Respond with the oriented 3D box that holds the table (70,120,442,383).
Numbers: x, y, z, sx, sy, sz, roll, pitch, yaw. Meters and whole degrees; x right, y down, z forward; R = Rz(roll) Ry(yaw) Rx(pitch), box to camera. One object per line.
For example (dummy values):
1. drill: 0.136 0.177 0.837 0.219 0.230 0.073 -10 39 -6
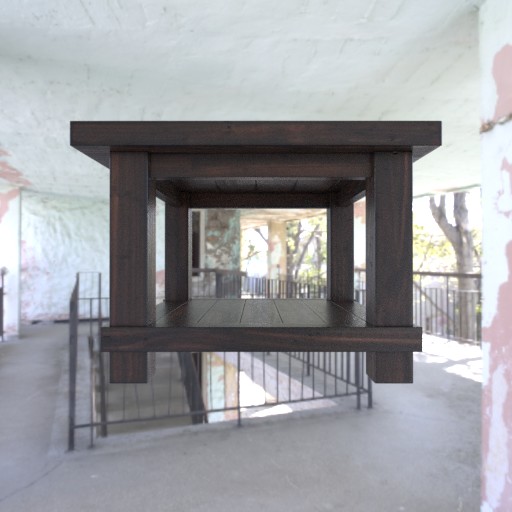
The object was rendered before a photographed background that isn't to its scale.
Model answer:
1. table: 0.000 0.000 1.015 0.606 0.437 0.593 0 0 0
